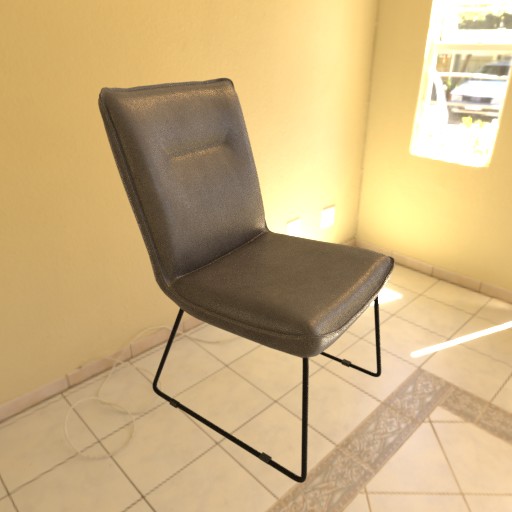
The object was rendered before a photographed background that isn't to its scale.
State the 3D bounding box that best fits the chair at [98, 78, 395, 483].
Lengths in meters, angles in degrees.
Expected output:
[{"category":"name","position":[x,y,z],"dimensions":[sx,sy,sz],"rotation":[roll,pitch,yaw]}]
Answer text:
[{"category":"chair","position":[0.000,0.000,1.304],"dimensions":[0.688,0.932,0.515],"rotation":[18,31,32]}]
